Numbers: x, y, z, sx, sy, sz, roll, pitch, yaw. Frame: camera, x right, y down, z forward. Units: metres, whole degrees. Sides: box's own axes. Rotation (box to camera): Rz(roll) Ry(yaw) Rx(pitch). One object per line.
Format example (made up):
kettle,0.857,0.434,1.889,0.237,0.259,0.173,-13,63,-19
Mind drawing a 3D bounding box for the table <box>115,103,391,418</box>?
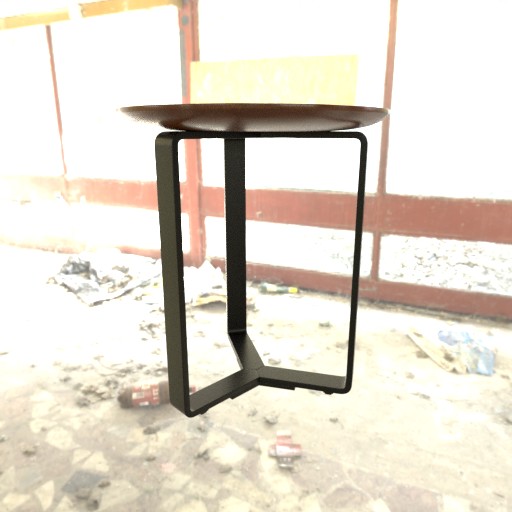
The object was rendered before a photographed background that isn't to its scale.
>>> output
table,0.000,0.000,0.724,0.410,0.450,0.380,-15,21,-42
